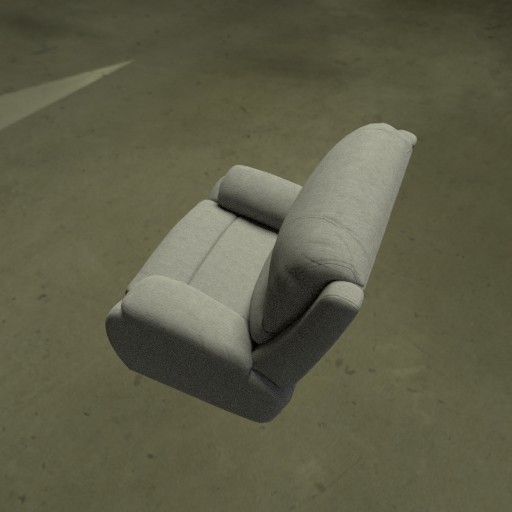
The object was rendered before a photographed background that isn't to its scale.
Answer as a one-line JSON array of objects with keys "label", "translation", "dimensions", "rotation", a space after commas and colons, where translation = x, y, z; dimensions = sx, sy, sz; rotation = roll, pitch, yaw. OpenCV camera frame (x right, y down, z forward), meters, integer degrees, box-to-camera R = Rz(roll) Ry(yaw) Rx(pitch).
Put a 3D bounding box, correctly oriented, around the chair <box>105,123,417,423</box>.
[{"label": "chair", "translation": [0.000, 0.000, 1.722], "dimensions": [0.899, 1.011, 0.930], "rotation": [17, 48, 16]}]
